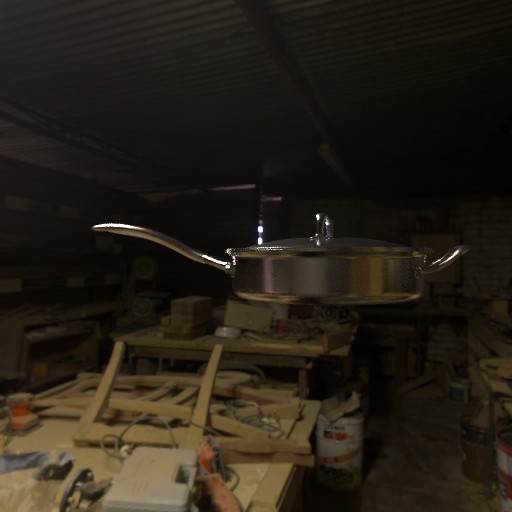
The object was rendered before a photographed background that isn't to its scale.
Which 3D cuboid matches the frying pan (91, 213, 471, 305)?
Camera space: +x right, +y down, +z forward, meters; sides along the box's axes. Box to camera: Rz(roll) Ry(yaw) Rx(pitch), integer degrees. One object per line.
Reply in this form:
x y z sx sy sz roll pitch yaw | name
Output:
0.000 0.000 0.646 0.561 0.114 0.280 0 0 17 | frying pan
